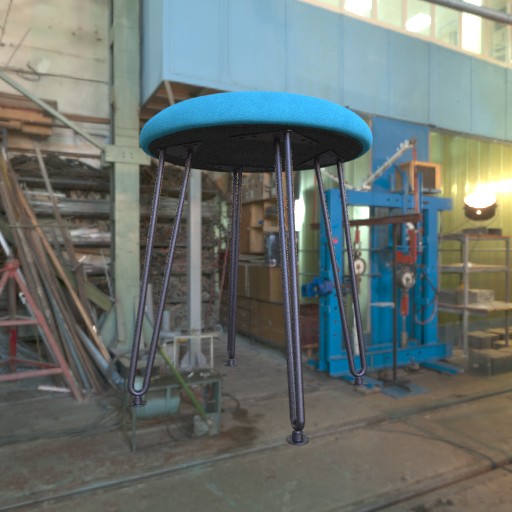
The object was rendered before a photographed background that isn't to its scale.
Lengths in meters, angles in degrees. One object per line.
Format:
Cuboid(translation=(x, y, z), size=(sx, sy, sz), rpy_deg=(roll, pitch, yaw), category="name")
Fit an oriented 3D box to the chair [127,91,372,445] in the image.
Cuboid(translation=(0.000, 0.000, 0.691), size=(0.350, 0.430, 0.350), rpy_deg=(0, 1, 17), category="chair")
